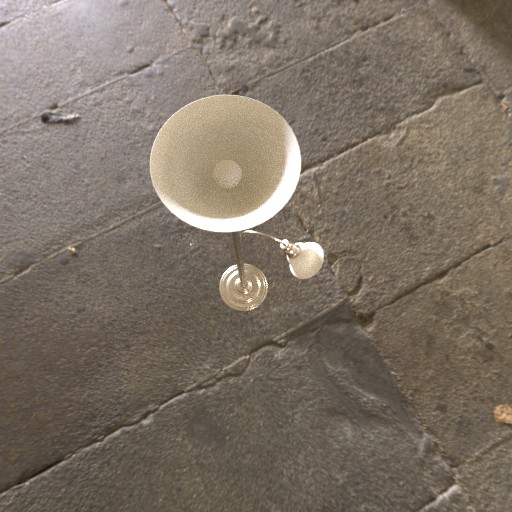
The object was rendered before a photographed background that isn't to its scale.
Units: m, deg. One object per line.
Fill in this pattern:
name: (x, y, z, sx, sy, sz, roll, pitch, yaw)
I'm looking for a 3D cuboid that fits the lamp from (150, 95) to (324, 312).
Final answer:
lamp: (0.000, 0.000, 2.043, 0.575, 1.785, 0.405, 16, 75, 4)
